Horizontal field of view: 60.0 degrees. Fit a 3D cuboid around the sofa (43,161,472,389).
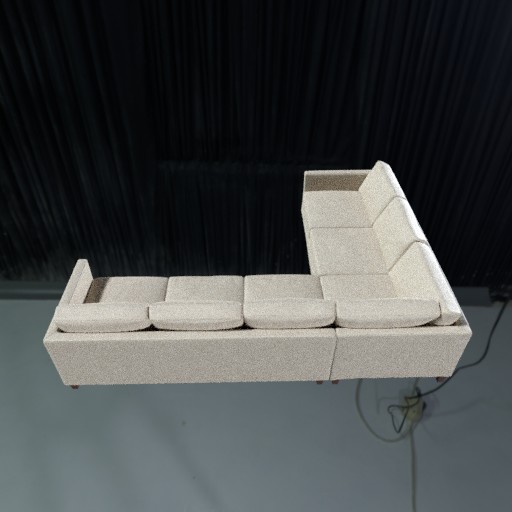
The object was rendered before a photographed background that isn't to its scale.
[{"bbox_3d":[0.000,0.000,4.322,3.182,0.863,2.432,-1,41,-1],"label":"sofa"}]
